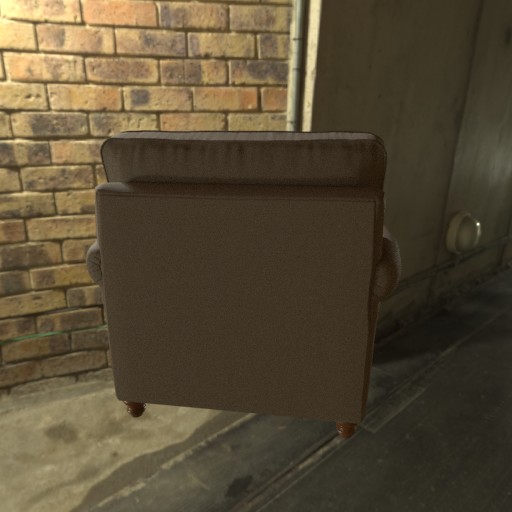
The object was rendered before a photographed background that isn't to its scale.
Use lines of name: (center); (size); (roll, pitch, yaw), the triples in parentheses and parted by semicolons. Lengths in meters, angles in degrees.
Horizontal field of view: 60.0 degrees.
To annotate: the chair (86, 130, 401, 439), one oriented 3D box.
chair: (0.000, 0.000, 1.757); (1.029, 0.967, 0.966); (2, 17, 8)
